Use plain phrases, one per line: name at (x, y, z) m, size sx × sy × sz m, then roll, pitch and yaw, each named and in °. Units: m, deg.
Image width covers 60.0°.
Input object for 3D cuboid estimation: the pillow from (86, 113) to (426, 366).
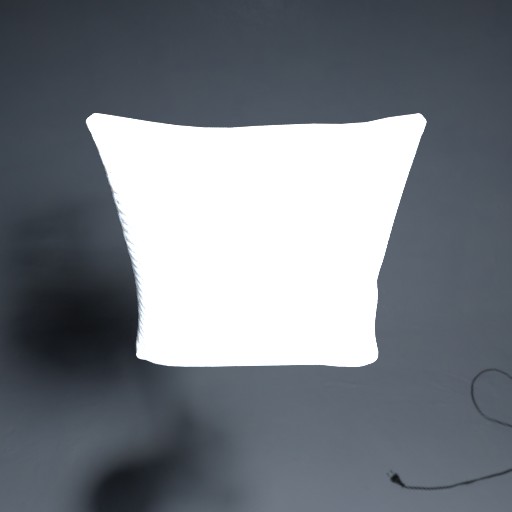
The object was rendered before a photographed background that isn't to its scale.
pillow at (0.000, 0.000, 0.781) m, size 0.496 × 0.491 × 0.219 m, roll 0°, pitch 30°, yaw 0°
